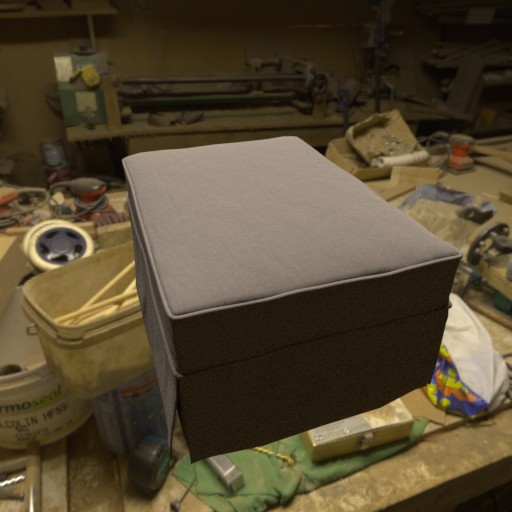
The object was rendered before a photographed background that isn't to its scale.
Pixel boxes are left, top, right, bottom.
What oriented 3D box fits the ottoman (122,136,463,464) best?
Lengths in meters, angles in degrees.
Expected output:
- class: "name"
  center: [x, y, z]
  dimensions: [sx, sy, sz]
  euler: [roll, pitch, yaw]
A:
- class: "ottoman"
  center: [0.000, 0.000, 1.309]
  dimensions: [0.703, 0.479, 0.944]
  euler: [-11, 33, -17]
